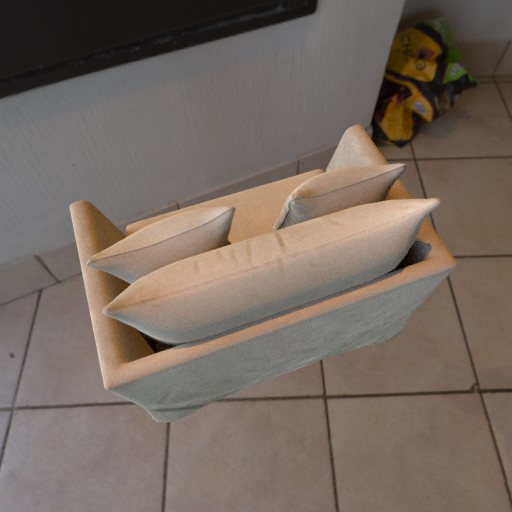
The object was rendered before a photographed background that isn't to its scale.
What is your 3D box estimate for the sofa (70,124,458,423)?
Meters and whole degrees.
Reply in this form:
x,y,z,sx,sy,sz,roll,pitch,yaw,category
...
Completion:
x,y,z,sx,sy,sz,roll,pitch,yaw,category
0.000,0.000,2.269,1.608,1.040,1.035,-18,61,-10,sofa
